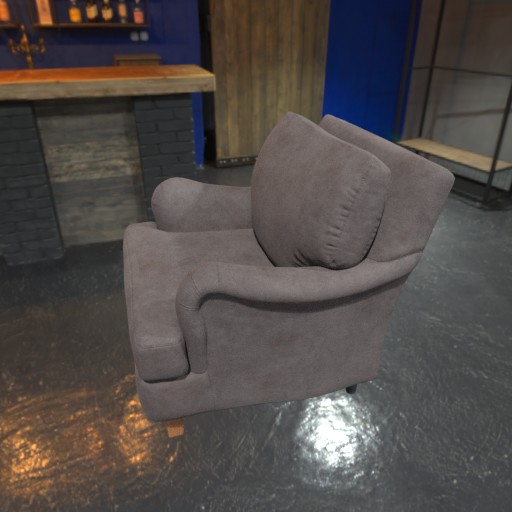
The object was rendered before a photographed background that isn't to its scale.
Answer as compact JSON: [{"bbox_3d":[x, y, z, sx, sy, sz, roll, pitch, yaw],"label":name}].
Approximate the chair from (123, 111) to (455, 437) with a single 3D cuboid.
[{"bbox_3d":[0.000,0.000,1.833,1.070,0.997,0.955,-8,30,-14],"label":"chair"}]
